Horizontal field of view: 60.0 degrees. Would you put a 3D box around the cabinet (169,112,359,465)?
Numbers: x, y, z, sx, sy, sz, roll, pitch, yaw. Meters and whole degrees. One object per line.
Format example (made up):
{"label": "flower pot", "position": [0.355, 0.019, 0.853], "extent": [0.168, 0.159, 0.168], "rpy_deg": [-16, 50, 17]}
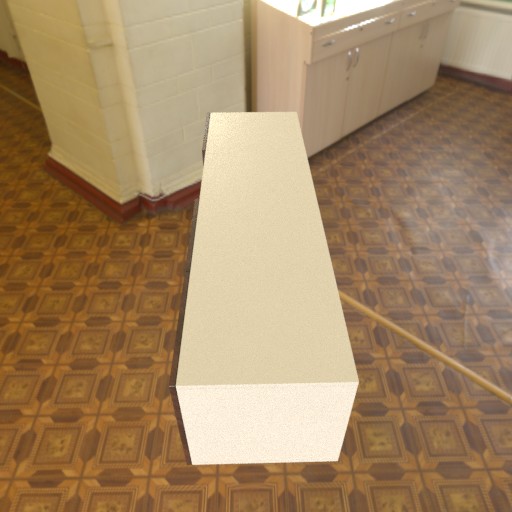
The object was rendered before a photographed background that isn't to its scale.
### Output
{"label": "cabinet", "position": [0.000, 0.000, 1.742], "extent": [0.431, 0.533, 1.499], "rpy_deg": [-1, 41, -1]}
